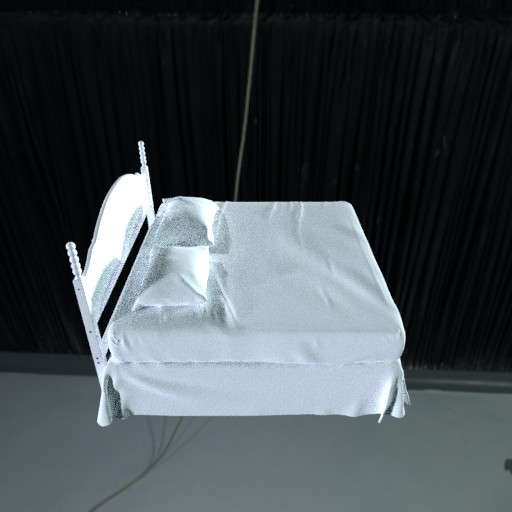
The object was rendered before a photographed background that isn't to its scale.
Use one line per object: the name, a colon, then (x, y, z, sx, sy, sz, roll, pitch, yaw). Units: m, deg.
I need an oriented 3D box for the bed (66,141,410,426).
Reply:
bed: (0.000, 0.000, 3.692, 2.219, 1.355, 2.322, 0, 32, 0)
